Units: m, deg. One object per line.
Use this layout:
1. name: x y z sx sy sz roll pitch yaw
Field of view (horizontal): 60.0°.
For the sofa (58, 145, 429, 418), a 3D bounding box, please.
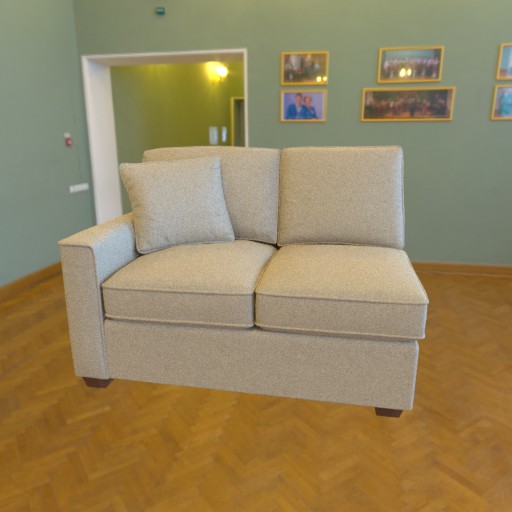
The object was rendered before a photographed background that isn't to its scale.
1. sofa: 0.000 0.000 2.061 1.388 0.989 0.991 3 15 10
